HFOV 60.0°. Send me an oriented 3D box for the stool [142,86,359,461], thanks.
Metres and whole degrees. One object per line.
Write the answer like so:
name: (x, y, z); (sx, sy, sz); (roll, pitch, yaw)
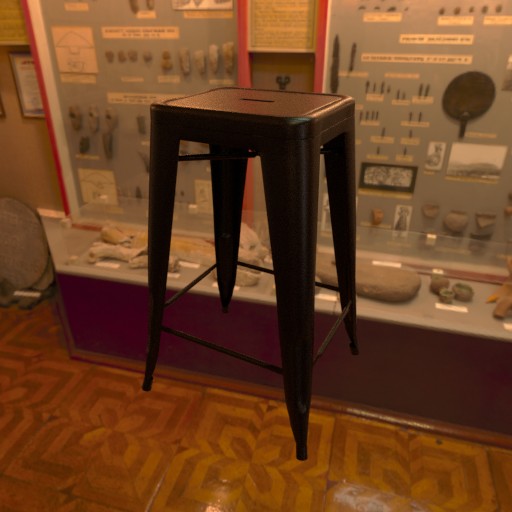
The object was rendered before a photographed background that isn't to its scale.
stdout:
stool: (0.000, 0.000, 0.900); (0.455, 0.609, 0.423); (8, 29, 15)
